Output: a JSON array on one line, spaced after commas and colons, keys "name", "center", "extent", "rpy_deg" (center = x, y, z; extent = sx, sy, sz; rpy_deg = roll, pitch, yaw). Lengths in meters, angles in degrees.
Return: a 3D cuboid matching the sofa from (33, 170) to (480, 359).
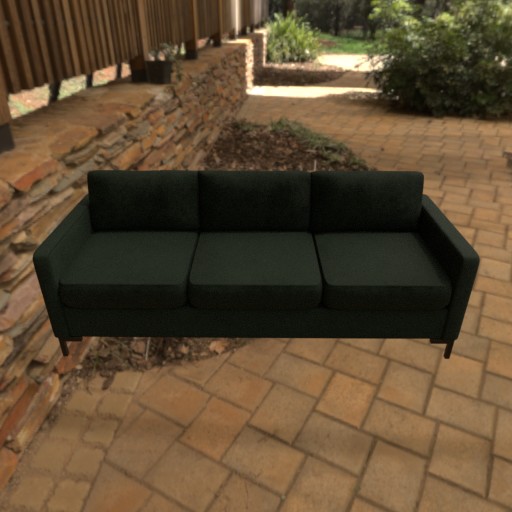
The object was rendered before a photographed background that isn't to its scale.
[{"name": "sofa", "center": [0.000, 0.000, 2.629], "extent": [2.218, 0.870, 0.859], "rpy_deg": [0, 30, 0]}]
